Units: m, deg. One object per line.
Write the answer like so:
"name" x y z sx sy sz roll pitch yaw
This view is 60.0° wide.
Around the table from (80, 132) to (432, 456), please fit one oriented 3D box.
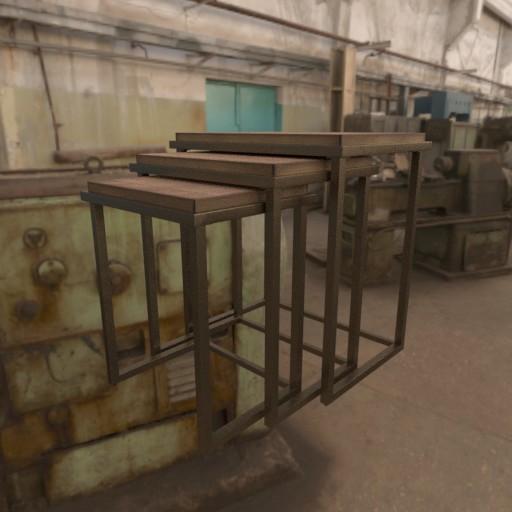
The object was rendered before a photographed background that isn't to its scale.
"table" 0.000 0.000 1.142 0.559 0.610 0.706 15 22 42
